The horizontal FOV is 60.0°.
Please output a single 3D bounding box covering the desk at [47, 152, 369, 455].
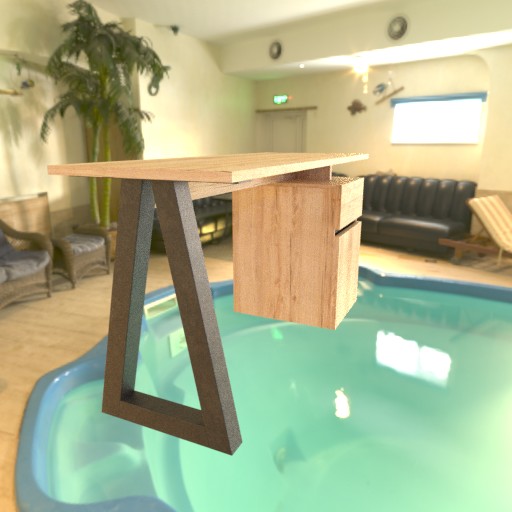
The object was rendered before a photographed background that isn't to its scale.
[{"bbox_3d":[0.000,0.000,1.756,0.550,0.760,1.400,7,16,24],"label":"desk"}]
